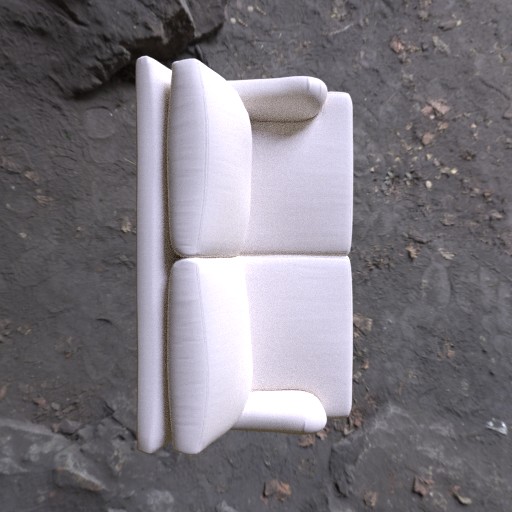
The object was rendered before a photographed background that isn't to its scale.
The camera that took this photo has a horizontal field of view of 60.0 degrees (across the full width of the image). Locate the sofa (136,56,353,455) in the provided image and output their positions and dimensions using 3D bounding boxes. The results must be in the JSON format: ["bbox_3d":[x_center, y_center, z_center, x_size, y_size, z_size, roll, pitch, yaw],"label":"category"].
[{"bbox_3d":[0.000,0.000,2.431,1.084,1.101,1.853,0,91,-1],"label":"sofa"}]
